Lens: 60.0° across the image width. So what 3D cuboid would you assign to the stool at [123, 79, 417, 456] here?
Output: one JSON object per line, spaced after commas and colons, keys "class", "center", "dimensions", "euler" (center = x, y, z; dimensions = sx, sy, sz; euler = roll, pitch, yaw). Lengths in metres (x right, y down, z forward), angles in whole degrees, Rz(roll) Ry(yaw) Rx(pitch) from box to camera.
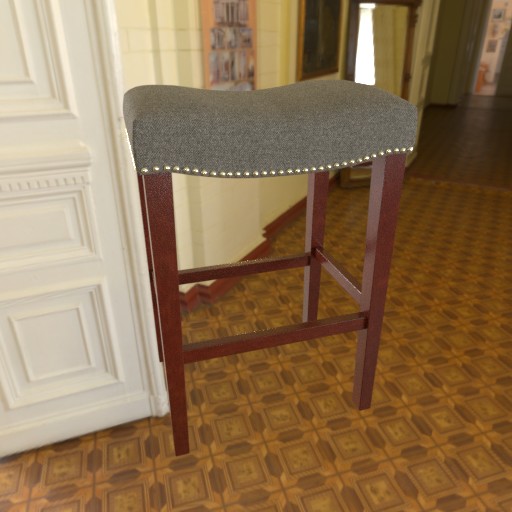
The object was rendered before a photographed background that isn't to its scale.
{"class": "stool", "center": [0.000, 0.000, 1.022], "dimensions": [0.504, 0.742, 0.372], "euler": [-8, 27, -15]}
